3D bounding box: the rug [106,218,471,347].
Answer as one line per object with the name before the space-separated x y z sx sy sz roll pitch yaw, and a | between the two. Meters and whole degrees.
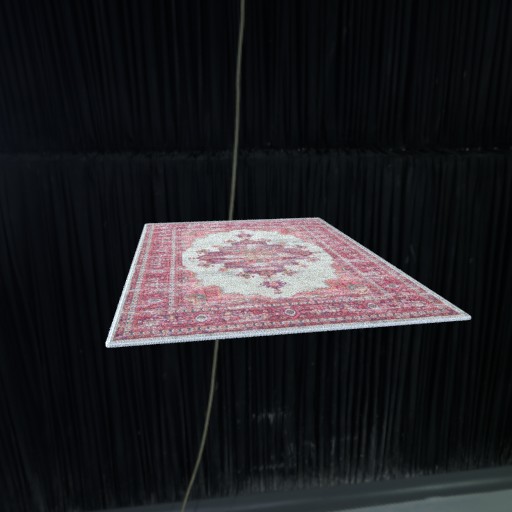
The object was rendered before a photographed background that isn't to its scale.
rug | 0.000 0.000 2.257 1.217 0.011 1.747 -3 17 -9
